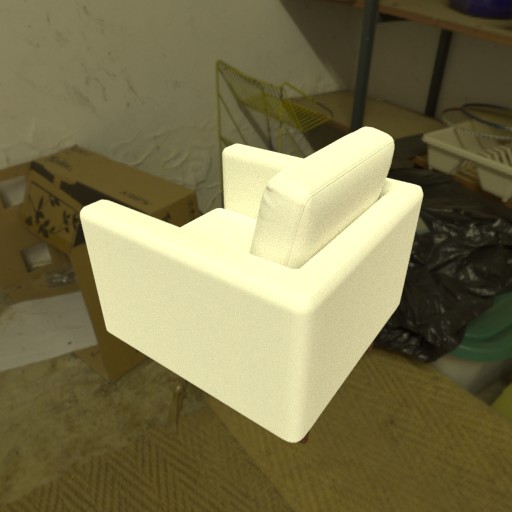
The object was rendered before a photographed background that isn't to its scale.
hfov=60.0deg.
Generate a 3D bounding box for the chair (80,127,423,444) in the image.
[{"bbox_3d":[0.000,0.000,1.598,0.879,0.899,0.831,21,38,30],"label":"chair"}]
